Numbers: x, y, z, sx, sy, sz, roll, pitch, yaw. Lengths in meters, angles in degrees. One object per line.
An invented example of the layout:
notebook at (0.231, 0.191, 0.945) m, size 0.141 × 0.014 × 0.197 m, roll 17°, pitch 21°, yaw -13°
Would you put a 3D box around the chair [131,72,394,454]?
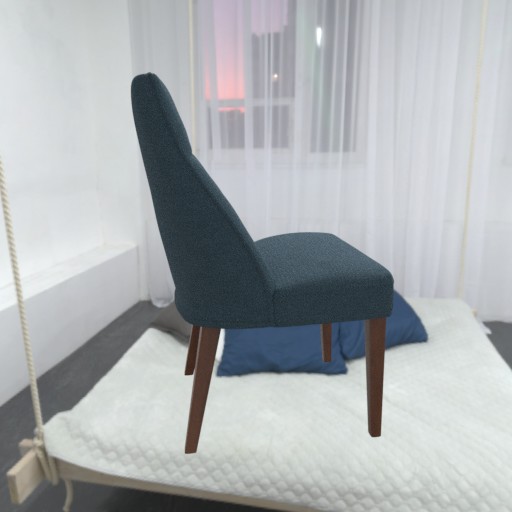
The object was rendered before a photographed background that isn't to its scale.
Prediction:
chair at (0.000, 0.000, 1.258) m, size 0.620 × 0.930 × 0.500 m, roll -2°, pitch 15°, yaw -9°
